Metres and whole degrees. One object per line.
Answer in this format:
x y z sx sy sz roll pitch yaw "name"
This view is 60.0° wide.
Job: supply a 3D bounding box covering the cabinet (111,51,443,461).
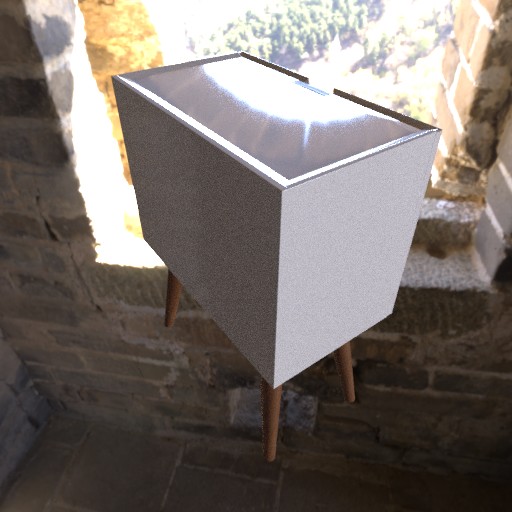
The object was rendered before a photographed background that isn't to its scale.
0.000 0.000 1.087 0.344 0.772 0.591 -25 45 -27 "cabinet"
